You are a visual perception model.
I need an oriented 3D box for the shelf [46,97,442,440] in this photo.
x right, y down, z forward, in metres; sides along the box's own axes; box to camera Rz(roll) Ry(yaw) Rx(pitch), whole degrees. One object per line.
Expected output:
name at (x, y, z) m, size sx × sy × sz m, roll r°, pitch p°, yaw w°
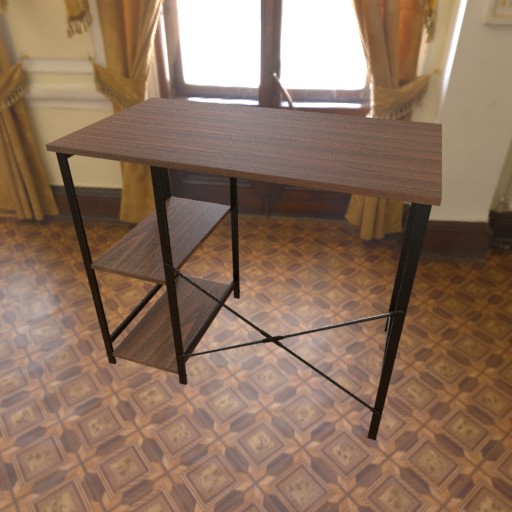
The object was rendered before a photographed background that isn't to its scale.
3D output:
shelf at (0.000, 0.000, 1.343) m, size 0.902 × 0.750 × 0.498 m, roll 11°, pitch 34°, yaw 16°
